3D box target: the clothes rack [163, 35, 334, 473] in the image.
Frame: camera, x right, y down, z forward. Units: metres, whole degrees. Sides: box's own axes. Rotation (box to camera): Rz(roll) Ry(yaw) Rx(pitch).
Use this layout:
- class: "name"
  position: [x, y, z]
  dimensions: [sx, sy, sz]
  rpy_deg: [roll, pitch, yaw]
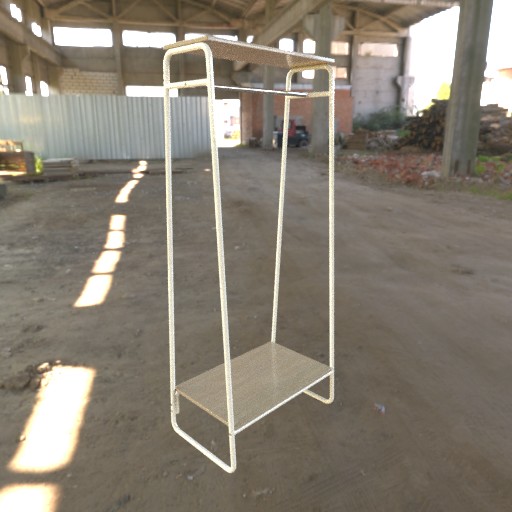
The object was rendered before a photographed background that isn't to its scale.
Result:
- class: "clothes rack"
  position: [0.000, 0.000, 1.793]
  dimensions: [0.400, 1.512, 0.640]
  rpy_deg: [15, 22, 43]
